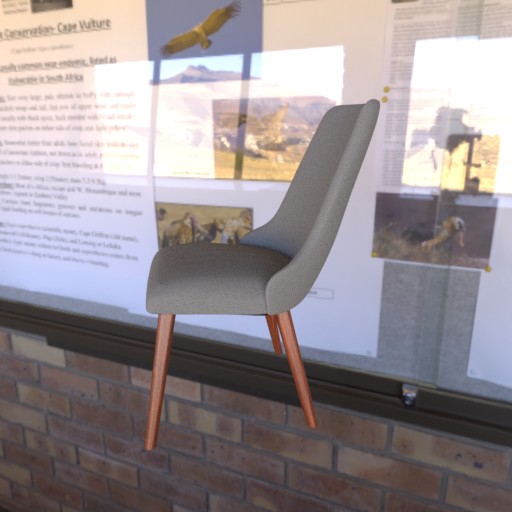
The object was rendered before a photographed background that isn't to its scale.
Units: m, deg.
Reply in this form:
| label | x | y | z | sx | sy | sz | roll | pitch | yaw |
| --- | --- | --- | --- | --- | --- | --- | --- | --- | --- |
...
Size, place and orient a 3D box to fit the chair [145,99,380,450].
| label | x | y | z | sx | sy | sz | roll | pitch | yaw |
| --- | --- | --- | --- | --- | --- | --- | --- | --- | --- |
| chair | 0.000 | 0.000 | 1.385 | 0.707 | 0.918 | 0.535 | -2 | 15 | -8 |
